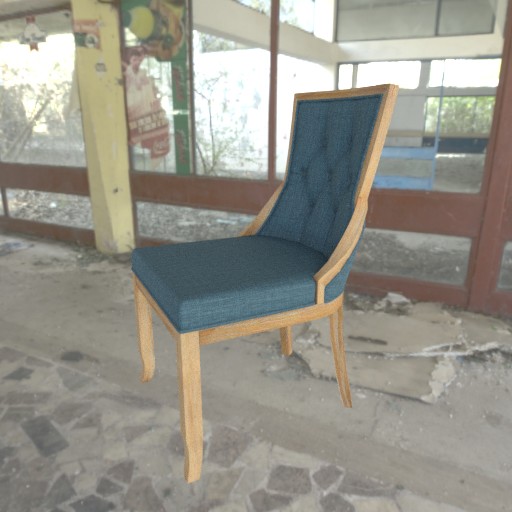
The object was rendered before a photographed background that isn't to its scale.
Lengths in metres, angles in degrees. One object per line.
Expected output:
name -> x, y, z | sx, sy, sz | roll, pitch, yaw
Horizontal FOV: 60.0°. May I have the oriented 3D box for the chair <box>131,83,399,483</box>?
chair -> 0.000, 0.000, 1.316 | 0.641, 0.947, 0.524 | -8, 19, -26
